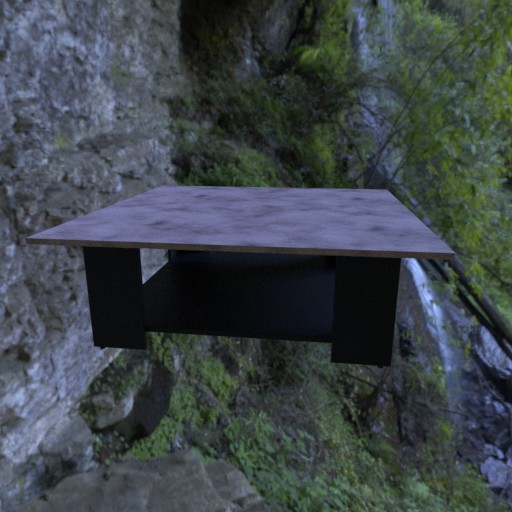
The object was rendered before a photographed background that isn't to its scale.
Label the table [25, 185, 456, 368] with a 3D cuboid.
[{"bbox_3d":[0.000,0.000,1.370,0.890,0.305,0.890,2,16,7],"label":"table"}]
